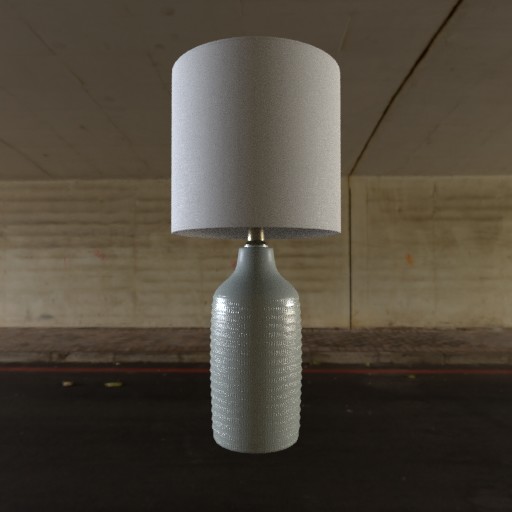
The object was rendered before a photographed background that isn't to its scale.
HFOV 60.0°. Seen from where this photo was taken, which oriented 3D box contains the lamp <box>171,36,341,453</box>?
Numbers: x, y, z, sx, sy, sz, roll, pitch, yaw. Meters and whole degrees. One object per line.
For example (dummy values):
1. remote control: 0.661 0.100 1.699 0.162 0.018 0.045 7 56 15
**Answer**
1. lamp: 0.000 0.000 0.588 0.220 0.475 0.220 -1 -1 33
